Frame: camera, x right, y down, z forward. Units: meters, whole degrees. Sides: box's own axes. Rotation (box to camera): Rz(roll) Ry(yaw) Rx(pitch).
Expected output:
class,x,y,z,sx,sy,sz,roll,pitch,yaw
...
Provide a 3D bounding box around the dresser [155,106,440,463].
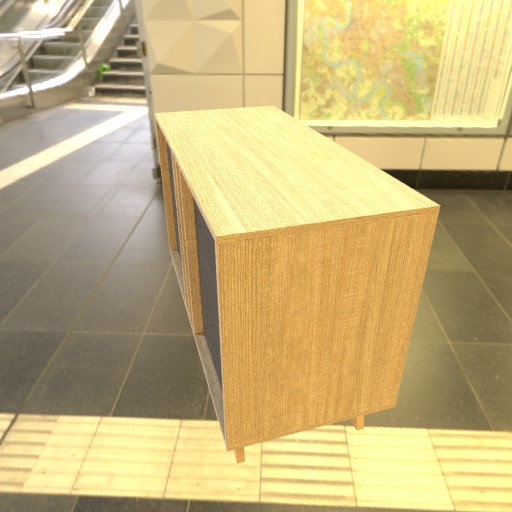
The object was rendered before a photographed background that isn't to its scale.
class,x,y,z,sx,sy,sz,roll,pitch,yaw
dresser,0.000,0.000,1.557,0.500,0.780,1.110,-9,31,-15
